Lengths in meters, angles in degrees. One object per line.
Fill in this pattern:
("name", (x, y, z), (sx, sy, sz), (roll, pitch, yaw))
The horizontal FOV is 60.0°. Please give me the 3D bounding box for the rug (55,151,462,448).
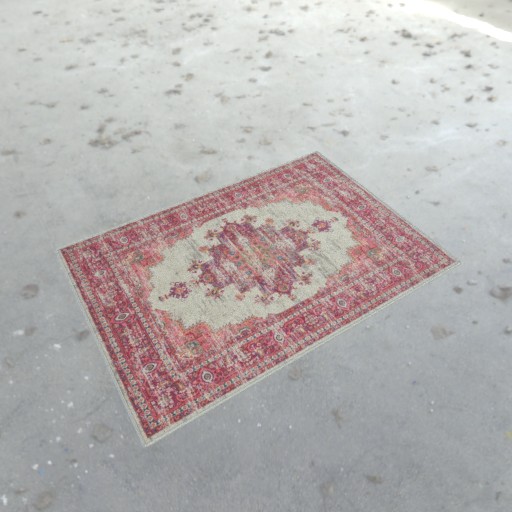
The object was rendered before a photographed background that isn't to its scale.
("rug", (0.000, 0.000, 2.310), (1.747, 0.011, 1.217), (-25, 51, -22))
